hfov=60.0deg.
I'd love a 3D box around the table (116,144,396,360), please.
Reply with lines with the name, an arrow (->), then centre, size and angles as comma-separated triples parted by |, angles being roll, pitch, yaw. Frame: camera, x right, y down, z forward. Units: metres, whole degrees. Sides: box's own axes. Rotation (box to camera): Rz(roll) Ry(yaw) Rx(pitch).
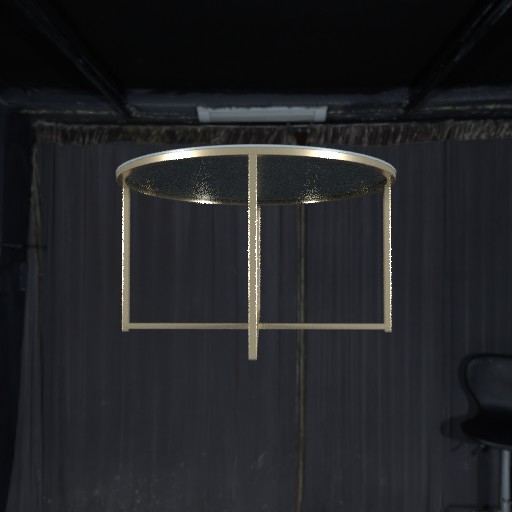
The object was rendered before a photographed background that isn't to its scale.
table -> 0.000, 0.000, 1.323 | 0.800, 0.450, 0.800 | 0, -1, 0
